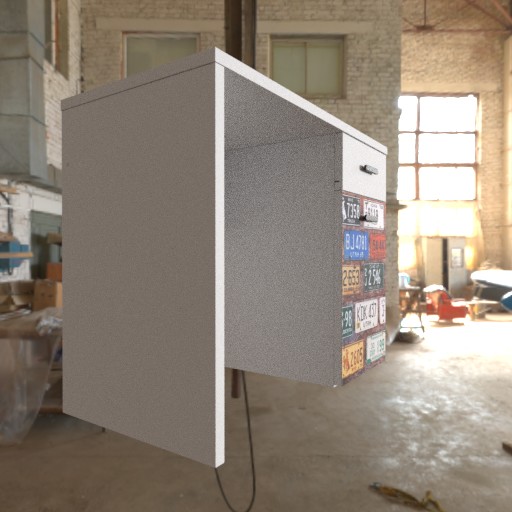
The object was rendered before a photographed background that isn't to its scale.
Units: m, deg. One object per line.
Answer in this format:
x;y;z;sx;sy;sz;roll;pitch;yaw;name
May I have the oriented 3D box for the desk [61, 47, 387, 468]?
0.000;0.000;1.265;0.482;0.730;0.898;0;1;35;desk
